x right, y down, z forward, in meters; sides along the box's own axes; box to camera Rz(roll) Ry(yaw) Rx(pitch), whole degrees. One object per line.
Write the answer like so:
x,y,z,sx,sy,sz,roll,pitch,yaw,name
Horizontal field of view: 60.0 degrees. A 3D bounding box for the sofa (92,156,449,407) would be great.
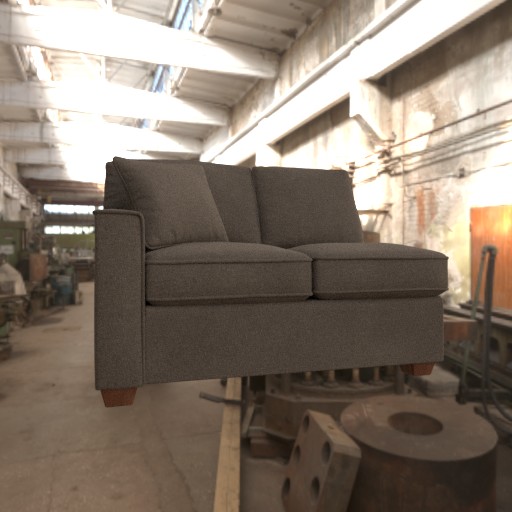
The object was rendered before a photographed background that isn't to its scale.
0.000,0.000,2.056,1.388,0.989,0.991,0,0,-18,sofa
